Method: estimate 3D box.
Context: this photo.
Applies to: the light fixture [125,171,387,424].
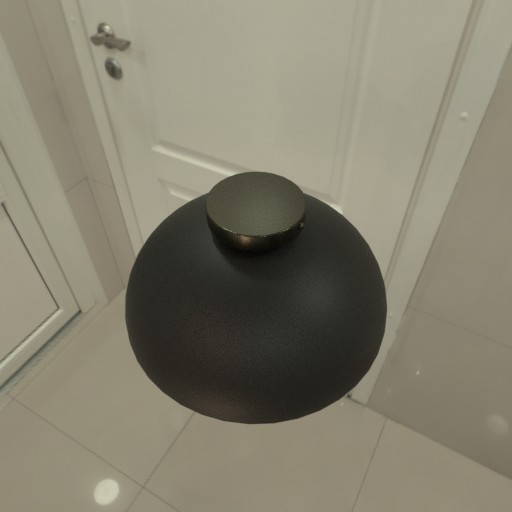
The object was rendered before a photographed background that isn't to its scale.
[{"bbox_3d":[0.000,0.000,0.557,0.355,0.177,0.355,0,47,0],"label":"light fixture"}]
